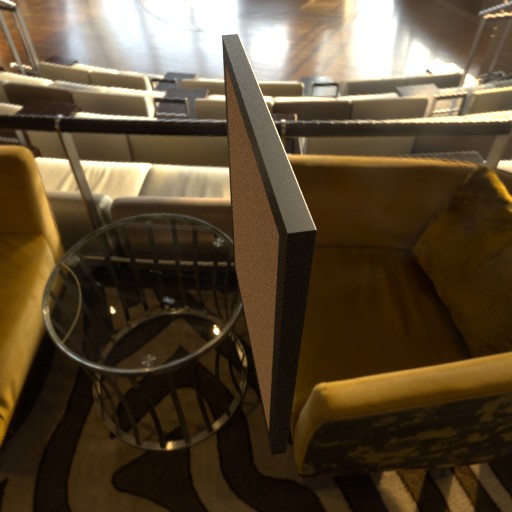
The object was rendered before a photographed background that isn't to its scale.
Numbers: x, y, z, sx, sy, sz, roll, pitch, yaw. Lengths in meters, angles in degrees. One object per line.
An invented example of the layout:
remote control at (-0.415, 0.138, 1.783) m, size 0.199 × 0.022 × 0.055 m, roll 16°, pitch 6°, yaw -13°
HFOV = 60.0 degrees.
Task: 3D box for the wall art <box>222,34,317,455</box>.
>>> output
wall art at (0.000, 0.000, 0.697) m, size 0.025 × 0.508 × 0.432 m, roll -7°, pitch 47°, yaw -7°
